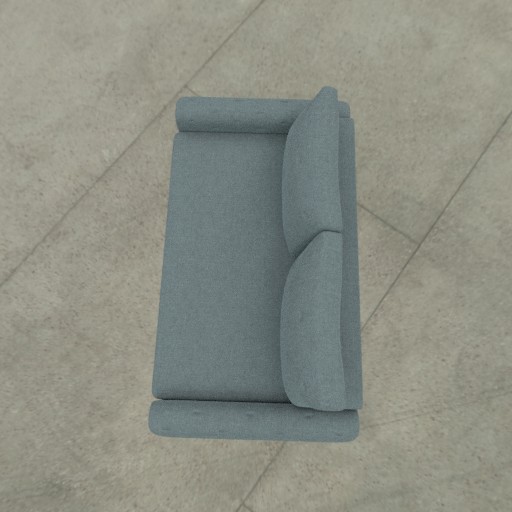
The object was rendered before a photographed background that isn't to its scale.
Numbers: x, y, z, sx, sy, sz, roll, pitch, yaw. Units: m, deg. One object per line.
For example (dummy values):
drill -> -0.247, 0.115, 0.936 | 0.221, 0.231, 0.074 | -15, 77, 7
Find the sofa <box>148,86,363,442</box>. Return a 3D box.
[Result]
sofa -> 0.000, 0.000, 2.143 | 0.920, 0.790, 1.650 | 2, 75, 0
